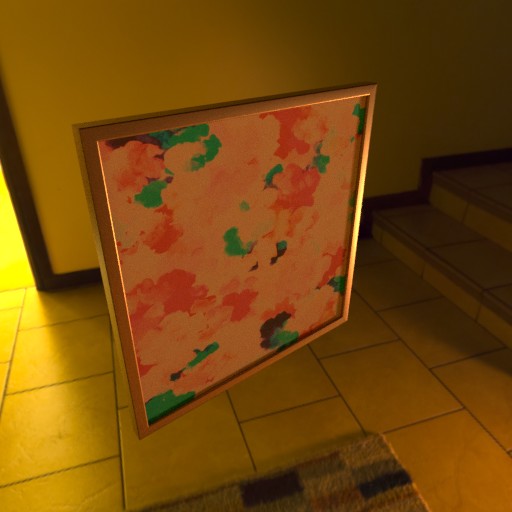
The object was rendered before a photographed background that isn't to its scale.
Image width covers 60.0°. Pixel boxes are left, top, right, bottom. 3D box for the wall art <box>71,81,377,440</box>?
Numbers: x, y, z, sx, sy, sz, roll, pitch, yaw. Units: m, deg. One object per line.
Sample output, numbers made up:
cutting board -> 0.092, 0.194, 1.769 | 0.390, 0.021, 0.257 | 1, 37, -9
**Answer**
wall art -> 0.000, 0.000, 1.130 | 0.767, 0.765, 0.036 | -21, 36, -33
